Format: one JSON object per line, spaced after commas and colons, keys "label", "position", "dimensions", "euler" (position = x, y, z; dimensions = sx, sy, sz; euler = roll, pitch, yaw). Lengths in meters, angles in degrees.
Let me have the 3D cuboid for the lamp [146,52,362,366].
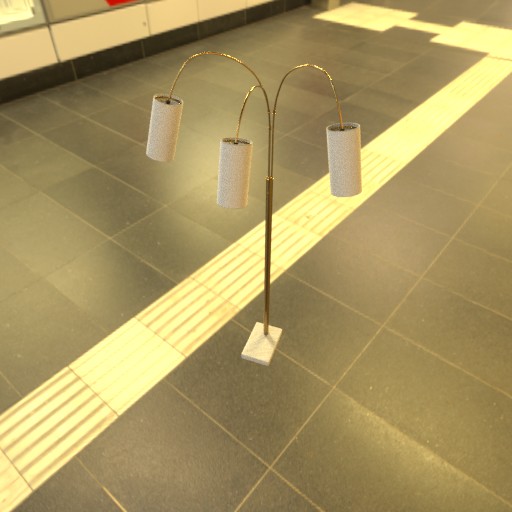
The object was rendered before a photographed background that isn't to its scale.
{"label": "lamp", "position": [0.000, 0.000, 2.458], "dimensions": [1.020, 2.055, 0.667], "euler": [14, 43, 15]}
